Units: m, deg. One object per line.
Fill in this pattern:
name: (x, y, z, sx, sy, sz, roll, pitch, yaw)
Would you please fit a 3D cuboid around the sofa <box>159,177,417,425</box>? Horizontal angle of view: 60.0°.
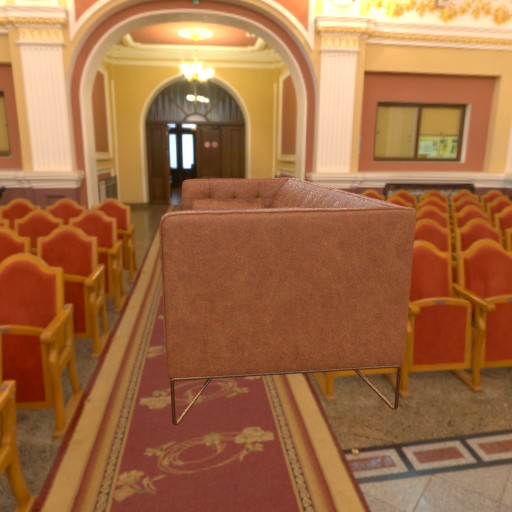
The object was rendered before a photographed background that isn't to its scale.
sofa: (0.000, 0.000, 2.581, 0.912, 0.798, 2.079, -2, 13, -7)
